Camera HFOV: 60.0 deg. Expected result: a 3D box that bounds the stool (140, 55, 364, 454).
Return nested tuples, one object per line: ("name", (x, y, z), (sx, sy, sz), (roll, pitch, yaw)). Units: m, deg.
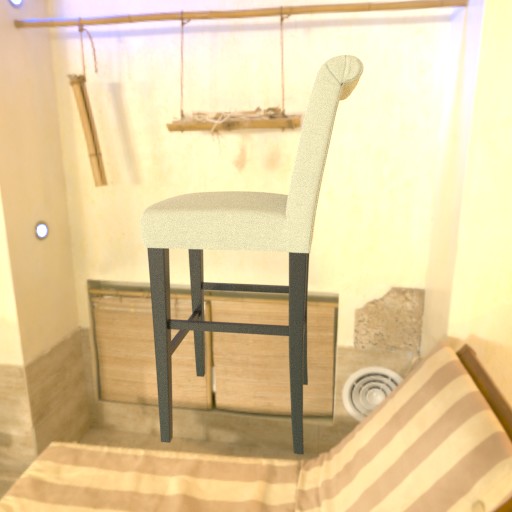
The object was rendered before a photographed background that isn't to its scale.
("stool", (0.000, 0.000, 1.447), (0.597, 1.124, 0.452), (2, 14, 8))
